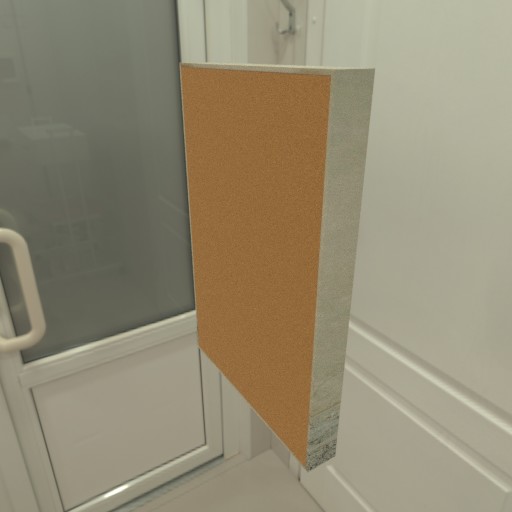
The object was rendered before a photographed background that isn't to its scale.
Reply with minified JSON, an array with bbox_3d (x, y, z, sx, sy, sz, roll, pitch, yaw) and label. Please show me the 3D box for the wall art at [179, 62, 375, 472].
[{"bbox_3d":[0.000,0.000,0.481,0.038,0.381,0.254,-15,29,-30],"label":"wall art"}]
